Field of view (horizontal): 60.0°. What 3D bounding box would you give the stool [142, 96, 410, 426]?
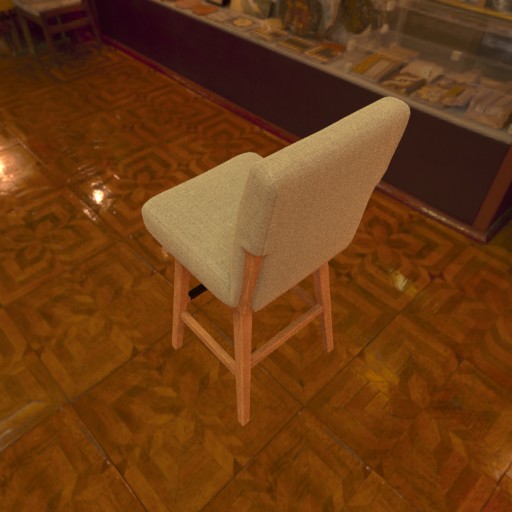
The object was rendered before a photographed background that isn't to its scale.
[{"bbox_3d":[0.000,0.000,1.398,0.483,1.106,0.569,-33,54,-27],"label":"stool"}]
